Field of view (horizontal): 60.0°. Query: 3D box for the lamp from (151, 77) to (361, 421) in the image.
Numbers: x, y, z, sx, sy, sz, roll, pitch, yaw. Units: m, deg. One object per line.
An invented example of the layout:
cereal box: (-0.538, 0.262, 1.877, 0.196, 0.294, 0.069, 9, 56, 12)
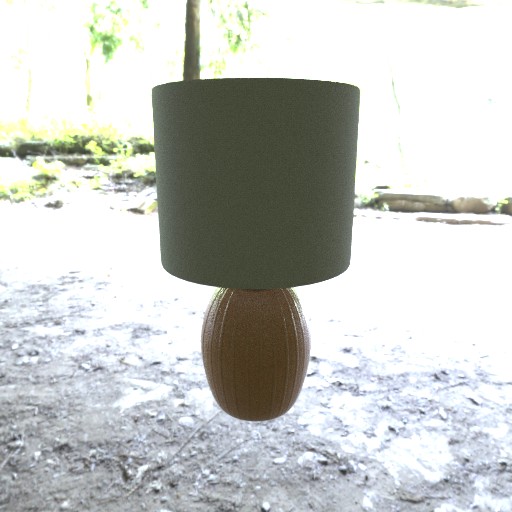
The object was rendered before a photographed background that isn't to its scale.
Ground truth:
lamp: (0.000, 0.000, 0.781, 0.329, 0.570, 0.329, 0, 15, 0)
